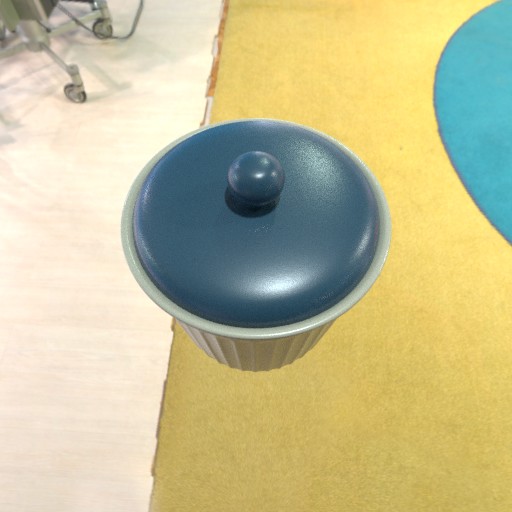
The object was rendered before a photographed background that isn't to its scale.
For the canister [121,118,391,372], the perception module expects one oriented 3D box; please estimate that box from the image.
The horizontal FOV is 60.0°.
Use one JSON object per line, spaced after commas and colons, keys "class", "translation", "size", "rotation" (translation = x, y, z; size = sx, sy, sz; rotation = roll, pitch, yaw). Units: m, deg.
{"class": "canister", "translation": [0.000, 0.000, 0.349], "size": [0.181, 0.211, 0.181], "rotation": [0, 59, 0]}
